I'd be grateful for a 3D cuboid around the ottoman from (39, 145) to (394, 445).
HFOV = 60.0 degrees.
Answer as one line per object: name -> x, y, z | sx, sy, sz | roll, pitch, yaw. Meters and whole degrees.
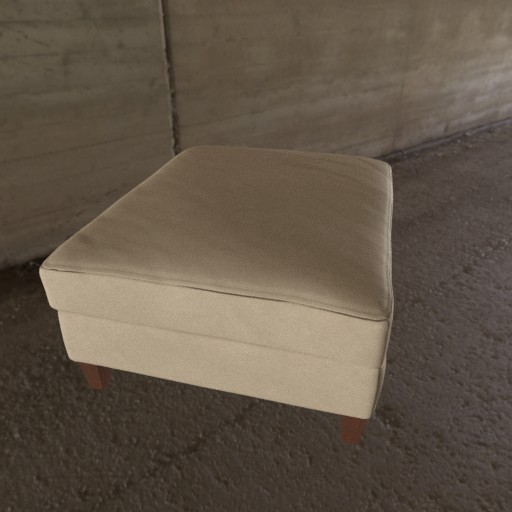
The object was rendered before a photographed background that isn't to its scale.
ottoman -> 0.000, 0.000, 1.457 | 0.836, 0.492, 1.002 | 7, 31, 12
